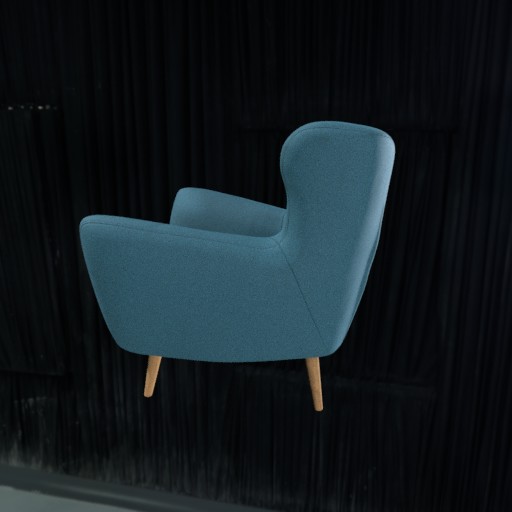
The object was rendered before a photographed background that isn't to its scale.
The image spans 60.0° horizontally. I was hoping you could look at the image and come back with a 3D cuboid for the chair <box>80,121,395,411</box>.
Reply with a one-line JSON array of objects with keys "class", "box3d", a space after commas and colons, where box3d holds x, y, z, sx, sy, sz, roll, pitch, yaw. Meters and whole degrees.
[{"class": "chair", "box3d": [0.000, 0.000, 1.590, 0.889, 0.889, 0.890, 2, 14, 9]}]
